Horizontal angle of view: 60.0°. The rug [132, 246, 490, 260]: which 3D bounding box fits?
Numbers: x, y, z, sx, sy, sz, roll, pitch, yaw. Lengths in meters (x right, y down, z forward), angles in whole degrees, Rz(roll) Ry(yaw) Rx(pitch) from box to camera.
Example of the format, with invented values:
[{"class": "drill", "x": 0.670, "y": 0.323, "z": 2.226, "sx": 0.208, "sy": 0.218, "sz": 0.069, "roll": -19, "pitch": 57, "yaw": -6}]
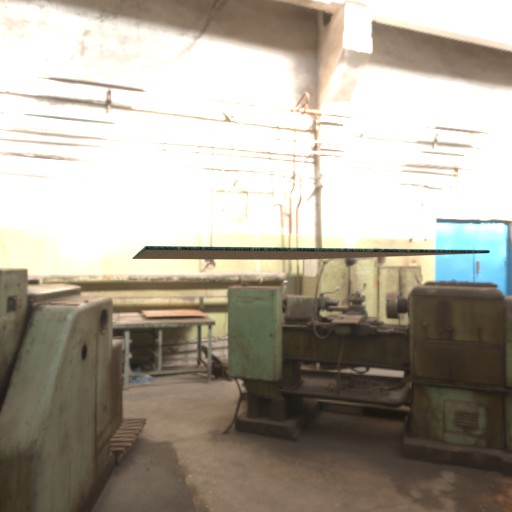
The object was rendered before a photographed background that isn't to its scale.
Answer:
[{"class": "rug", "x": 0.000, "y": 0.000, "z": 2.842, "sx": 1.490, "sy": 0.015, "sz": 2.277, "roll": 0, "pitch": -1, "yaw": -17}]
